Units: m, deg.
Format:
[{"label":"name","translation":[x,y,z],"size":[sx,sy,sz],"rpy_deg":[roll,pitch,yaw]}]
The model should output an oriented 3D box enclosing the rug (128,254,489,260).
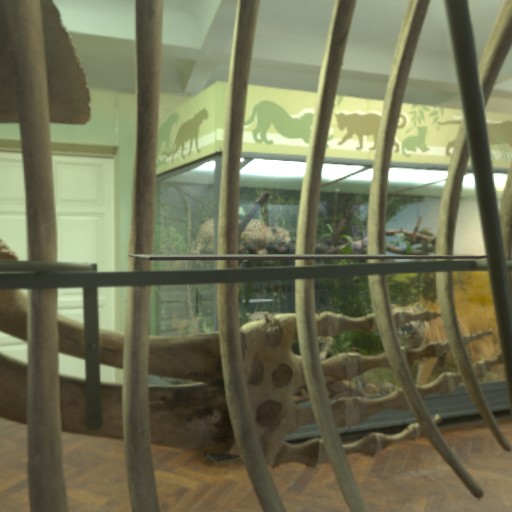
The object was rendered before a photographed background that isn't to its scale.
[{"label":"rug","translation":[0.000,0.000,2.905],"size":[1.540,0.021,2.290],"rpy_deg":[0,0,-18]}]
